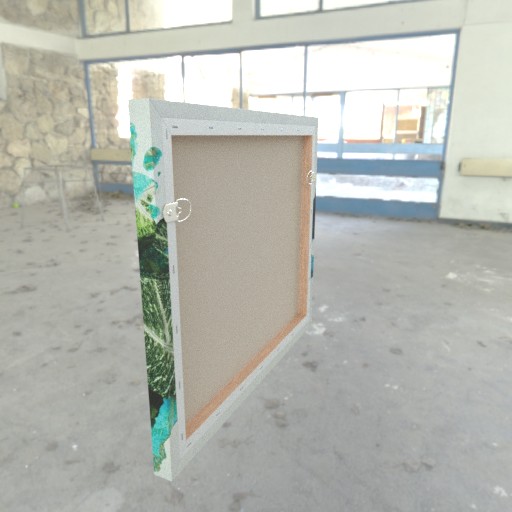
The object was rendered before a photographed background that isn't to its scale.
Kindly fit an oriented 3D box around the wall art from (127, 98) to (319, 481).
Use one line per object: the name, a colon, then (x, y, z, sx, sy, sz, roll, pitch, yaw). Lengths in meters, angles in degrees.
wall art: (0.000, 0.000, 0.980, 0.043, 0.610, 0.711, 7, 17, 25)
